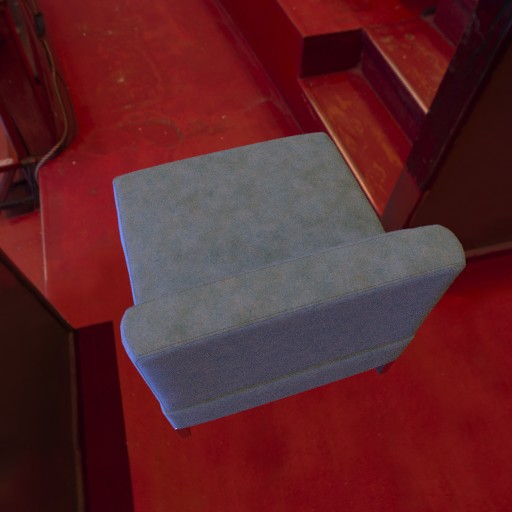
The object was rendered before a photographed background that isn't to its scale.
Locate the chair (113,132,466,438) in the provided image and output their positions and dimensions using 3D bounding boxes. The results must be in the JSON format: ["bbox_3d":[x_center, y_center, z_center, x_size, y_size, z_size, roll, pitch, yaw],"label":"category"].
[{"bbox_3d":[0.000,0.000,1.223,0.684,0.660,0.685,-15,58,-9],"label":"chair"}]
